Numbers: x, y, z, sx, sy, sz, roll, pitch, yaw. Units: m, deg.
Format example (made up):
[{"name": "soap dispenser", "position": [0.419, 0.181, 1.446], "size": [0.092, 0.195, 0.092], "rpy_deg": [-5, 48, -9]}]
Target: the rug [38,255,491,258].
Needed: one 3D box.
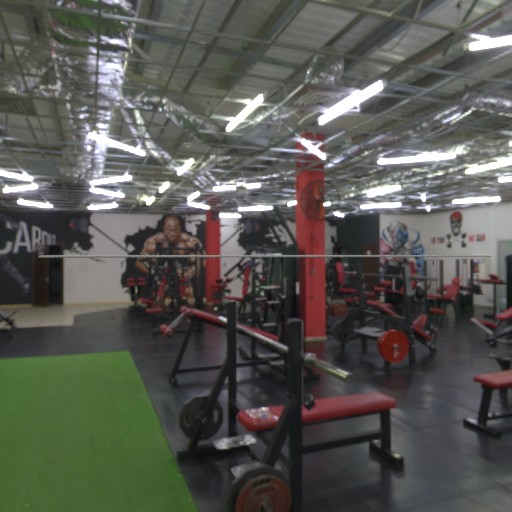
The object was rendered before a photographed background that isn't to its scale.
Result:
[{"name": "rug", "position": [0.000, 0.000, 2.962], "size": [2.430, 0.010, 1.515], "rpy_deg": [0, 0, -18]}]
